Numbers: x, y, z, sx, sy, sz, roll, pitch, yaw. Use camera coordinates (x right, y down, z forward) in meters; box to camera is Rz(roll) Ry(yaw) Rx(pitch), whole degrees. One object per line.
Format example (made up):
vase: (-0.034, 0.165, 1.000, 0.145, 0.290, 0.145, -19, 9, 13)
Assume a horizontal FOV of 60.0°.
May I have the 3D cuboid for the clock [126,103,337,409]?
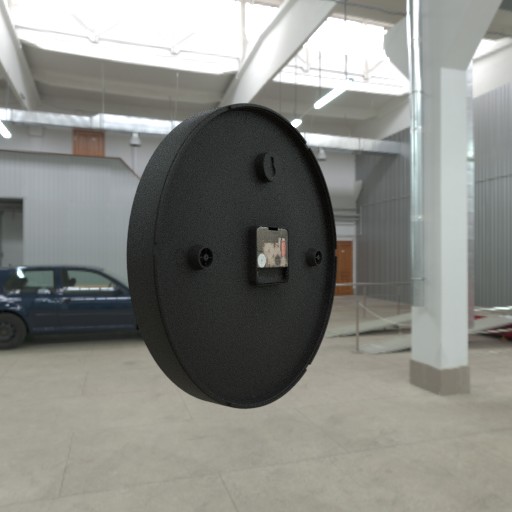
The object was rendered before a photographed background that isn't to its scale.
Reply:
clock: (0.000, 0.000, 0.449, 0.040, 0.293, 0.293, 0, 0, 37)
